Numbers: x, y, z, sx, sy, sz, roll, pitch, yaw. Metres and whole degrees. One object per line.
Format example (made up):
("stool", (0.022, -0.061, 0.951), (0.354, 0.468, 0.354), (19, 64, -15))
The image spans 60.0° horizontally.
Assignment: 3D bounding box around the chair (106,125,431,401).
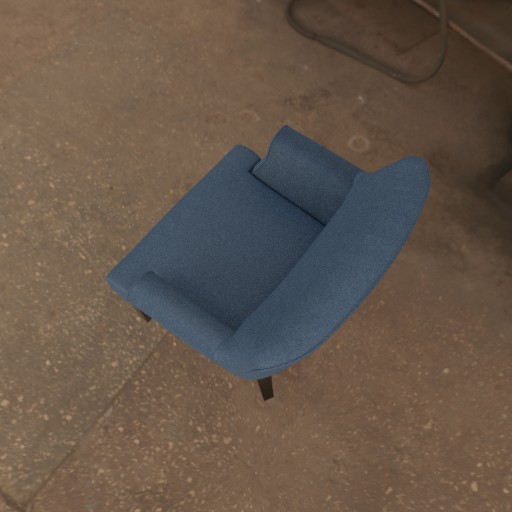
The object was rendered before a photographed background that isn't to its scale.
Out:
("chair", (0.000, 0.000, 1.459), (0.754, 0.878, 0.770), (34, 69, 15))
